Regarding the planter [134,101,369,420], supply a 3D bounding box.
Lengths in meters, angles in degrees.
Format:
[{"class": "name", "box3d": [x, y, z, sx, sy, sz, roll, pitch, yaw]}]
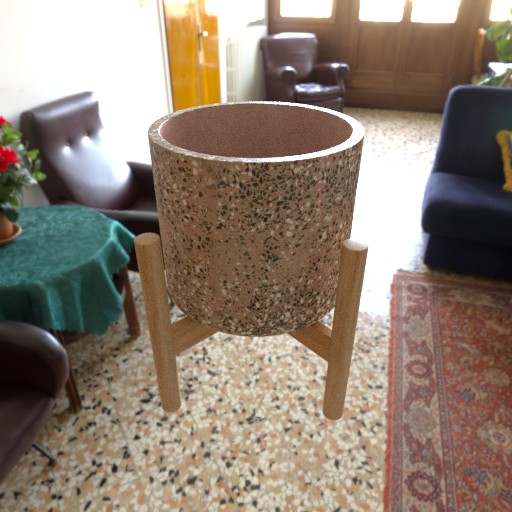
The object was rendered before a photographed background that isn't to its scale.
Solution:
[{"class": "planter", "box3d": [0.000, 0.000, 0.548, 0.284, 0.320, 0.284, -10, 33, -16]}]
